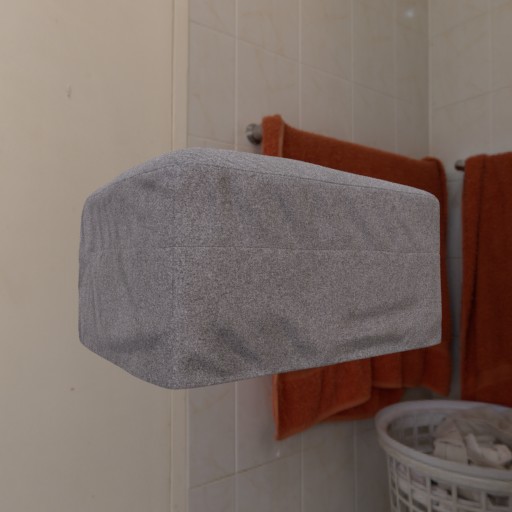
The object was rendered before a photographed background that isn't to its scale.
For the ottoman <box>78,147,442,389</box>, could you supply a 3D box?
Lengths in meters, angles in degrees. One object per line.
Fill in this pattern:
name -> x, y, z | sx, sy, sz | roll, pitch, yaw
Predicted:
ottoman -> 0.000, 0.000, 1.243 | 0.837, 0.481, 0.683 | 1, -2, -35
